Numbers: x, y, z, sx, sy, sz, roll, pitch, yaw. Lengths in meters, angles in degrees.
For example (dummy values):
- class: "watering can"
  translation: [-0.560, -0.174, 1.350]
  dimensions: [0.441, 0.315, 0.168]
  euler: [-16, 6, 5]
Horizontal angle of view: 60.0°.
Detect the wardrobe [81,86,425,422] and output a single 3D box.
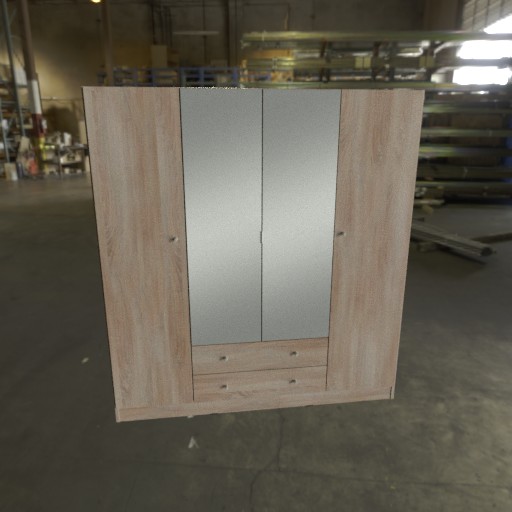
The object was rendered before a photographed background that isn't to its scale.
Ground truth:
- class: "wardrobe"
  translation: [0.000, 0.000, 3.091]
  dimensions: [1.998, 2.159, 0.598]
  euler: [-2, 17, -8]
